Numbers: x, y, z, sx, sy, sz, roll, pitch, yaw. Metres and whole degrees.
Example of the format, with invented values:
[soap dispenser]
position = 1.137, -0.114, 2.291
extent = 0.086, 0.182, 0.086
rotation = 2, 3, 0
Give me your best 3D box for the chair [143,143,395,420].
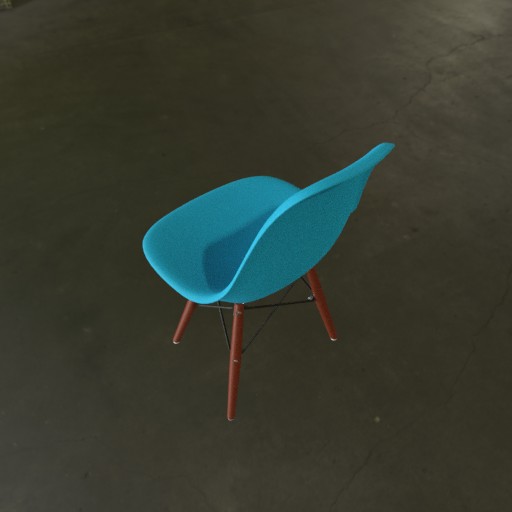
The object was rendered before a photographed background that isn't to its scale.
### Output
[chair]
position = 0.000, 0.000, 1.131
extent = 0.470, 0.826, 0.533
rotation = -32, 55, -27
